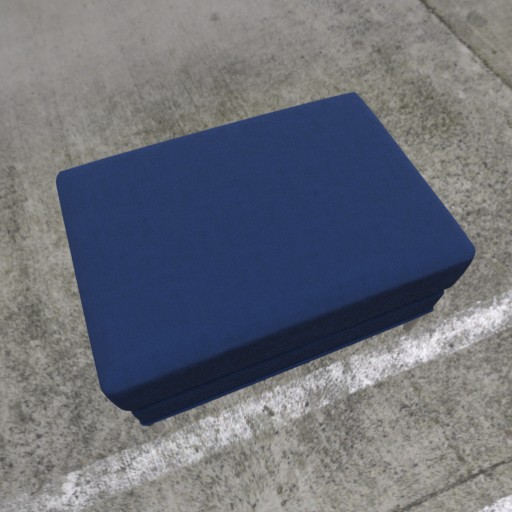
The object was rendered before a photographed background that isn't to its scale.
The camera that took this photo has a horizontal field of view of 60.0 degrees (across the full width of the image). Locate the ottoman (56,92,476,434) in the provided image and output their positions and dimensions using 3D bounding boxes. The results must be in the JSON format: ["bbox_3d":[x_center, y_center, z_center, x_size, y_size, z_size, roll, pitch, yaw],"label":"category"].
[{"bbox_3d":[0.000,0.000,1.185,0.835,0.498,0.587,-19,61,-11],"label":"ottoman"}]
